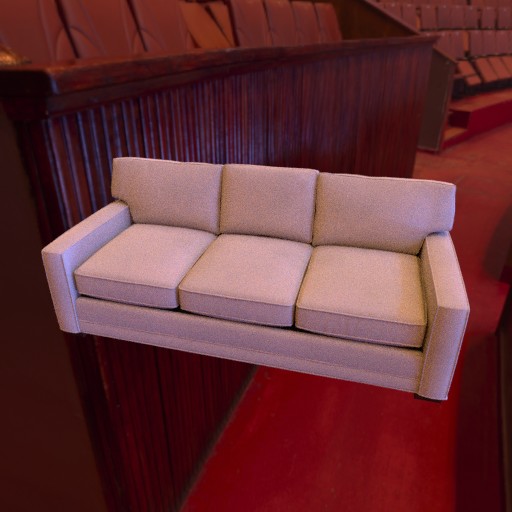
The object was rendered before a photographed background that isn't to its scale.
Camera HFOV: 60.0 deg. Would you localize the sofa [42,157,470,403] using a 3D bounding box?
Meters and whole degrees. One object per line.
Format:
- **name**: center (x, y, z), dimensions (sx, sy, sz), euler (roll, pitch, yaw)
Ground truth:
- **sofa**: center (0.000, 0.000, 2.511), dimensions (2.088, 0.862, 0.935), euler (7, 29, 13)
